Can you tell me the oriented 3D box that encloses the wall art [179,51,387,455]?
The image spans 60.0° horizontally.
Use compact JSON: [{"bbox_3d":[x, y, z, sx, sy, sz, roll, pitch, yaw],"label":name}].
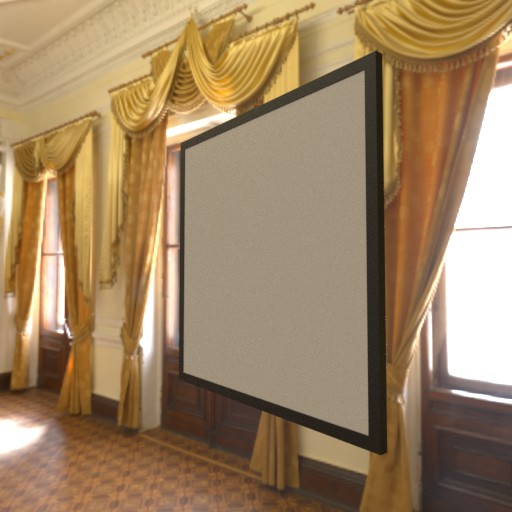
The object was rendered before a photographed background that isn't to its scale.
[{"bbox_3d":[0.000,0.000,1.204,0.022,0.807,0.807,2,-3,-39],"label":"wall art"}]
